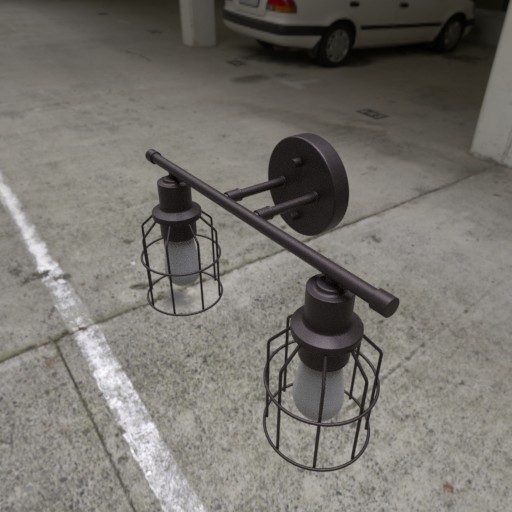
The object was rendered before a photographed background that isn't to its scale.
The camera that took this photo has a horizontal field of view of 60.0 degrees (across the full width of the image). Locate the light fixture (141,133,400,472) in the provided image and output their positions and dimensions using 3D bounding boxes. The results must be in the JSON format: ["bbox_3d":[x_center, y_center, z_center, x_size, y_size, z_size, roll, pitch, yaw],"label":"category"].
[{"bbox_3d":[0.000,0.000,0.513,0.165,0.254,0.406,-22,38,-30],"label":"light fixture"}]
